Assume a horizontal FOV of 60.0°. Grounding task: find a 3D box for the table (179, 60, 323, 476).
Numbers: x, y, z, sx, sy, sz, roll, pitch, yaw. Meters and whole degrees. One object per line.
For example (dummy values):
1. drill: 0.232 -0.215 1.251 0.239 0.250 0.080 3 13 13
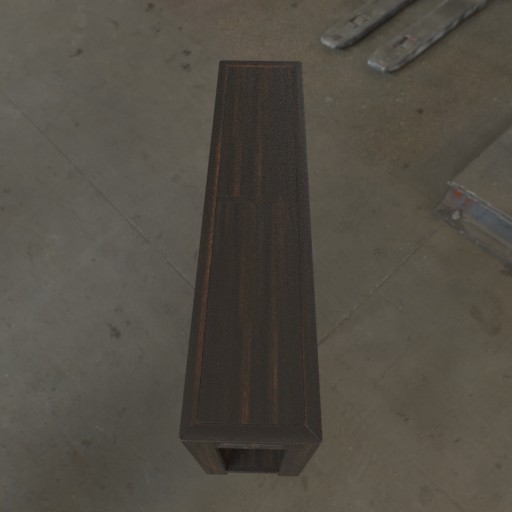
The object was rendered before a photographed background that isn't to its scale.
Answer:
1. table: 0.000 0.000 1.912 0.384 0.762 1.631 1 58 1
